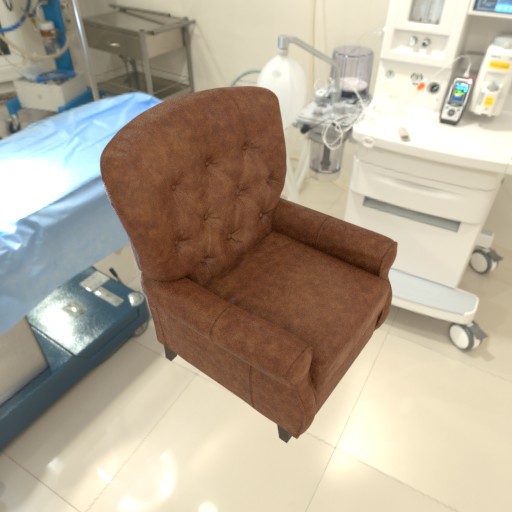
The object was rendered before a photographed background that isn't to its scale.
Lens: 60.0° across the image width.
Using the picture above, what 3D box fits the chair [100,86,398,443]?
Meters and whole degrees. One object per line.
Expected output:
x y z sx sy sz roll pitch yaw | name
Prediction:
0.000 0.000 1.921 1.059 1.164 0.951 26 47 27 | chair
